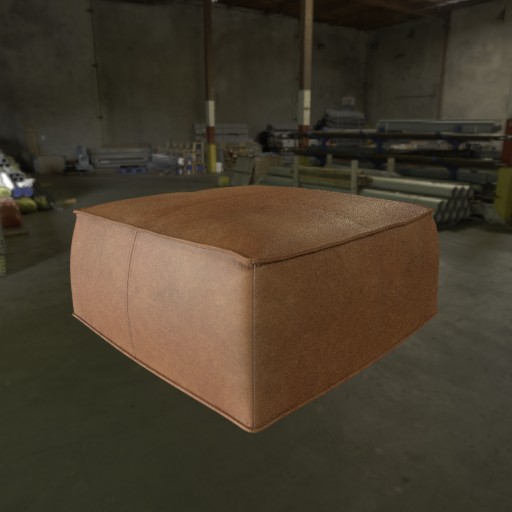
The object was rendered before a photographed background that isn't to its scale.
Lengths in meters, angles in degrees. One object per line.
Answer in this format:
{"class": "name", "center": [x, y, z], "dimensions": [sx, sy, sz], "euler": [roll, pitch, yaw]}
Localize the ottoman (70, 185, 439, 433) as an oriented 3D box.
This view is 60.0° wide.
{"class": "ottoman", "center": [0.000, 0.000, 1.401], "dimensions": [0.901, 0.395, 0.902], "euler": [15, 22, 43]}
